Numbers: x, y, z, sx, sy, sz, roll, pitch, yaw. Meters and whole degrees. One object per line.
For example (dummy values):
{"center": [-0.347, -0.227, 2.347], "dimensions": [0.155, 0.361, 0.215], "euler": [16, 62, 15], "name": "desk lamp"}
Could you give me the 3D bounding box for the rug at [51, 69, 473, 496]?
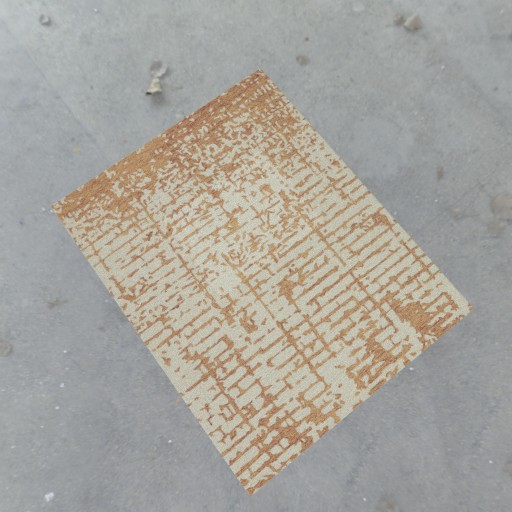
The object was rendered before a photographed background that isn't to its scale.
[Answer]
{"center": [0.000, 0.000, 3.972], "dimensions": [2.441, 0.011, 3.050], "euler": [-36, 78, -9], "name": "rug"}
